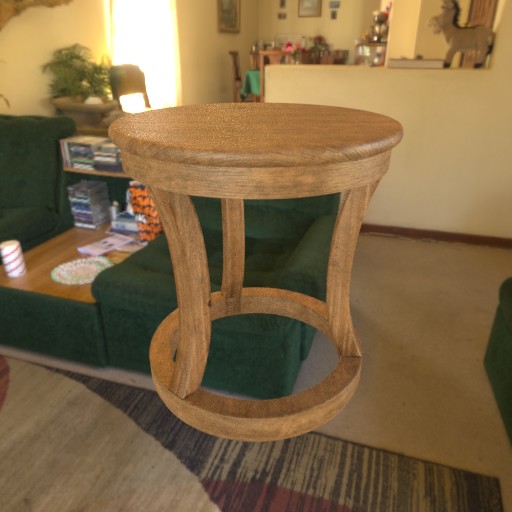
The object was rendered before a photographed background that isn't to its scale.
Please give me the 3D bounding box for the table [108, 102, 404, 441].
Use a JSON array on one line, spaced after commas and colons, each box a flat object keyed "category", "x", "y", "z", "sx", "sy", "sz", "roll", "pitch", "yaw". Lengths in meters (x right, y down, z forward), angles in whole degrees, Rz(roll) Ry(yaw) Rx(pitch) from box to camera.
[{"category": "table", "x": 0.000, "y": 0.000, "z": 0.771, "sx": 0.432, "sy": 0.460, "sz": 0.432, "roll": 0, "pitch": 26, "yaw": 0}]
